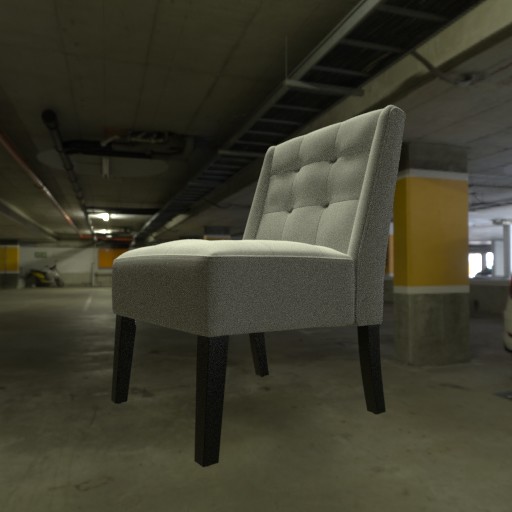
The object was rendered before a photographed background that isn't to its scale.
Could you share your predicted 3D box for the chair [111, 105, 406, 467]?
[{"bbox_3d":[0.000,0.000,1.280,0.676,0.853,0.569,1,-2,-37],"label":"chair"}]
